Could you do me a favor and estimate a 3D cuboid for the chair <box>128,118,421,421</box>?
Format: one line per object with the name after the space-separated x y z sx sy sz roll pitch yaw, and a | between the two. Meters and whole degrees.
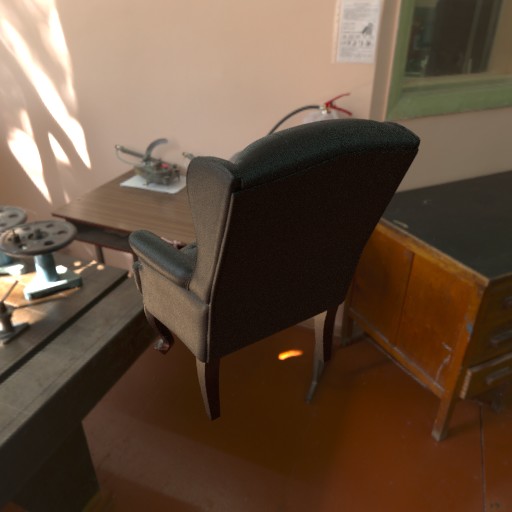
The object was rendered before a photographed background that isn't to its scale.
0.000 0.000 1.696 0.831 1.133 0.822 -18 34 -29 | chair
